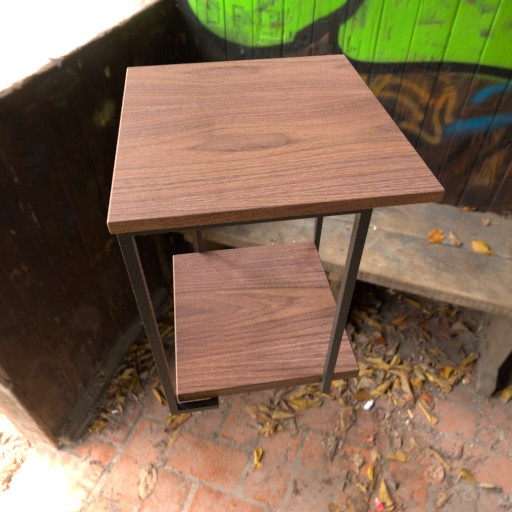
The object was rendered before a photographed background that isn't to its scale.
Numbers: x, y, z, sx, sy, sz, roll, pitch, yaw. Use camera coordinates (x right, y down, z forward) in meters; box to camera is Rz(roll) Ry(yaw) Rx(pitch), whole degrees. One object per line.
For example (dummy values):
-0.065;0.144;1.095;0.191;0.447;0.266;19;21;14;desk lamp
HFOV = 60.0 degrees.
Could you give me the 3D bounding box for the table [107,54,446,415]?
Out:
0.000;0.000;0.837;0.384;0.567;0.411;-6;46;-6;table
